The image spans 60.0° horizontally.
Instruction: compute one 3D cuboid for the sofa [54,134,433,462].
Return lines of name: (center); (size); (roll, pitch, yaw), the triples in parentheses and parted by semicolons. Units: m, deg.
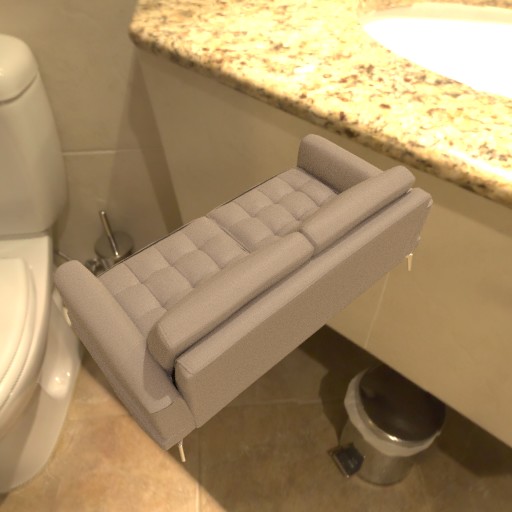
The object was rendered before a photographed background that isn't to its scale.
sofa: (0.000, 0.000, 2.744); (2.177, 0.930, 1.121); (-33, 56, -26)
